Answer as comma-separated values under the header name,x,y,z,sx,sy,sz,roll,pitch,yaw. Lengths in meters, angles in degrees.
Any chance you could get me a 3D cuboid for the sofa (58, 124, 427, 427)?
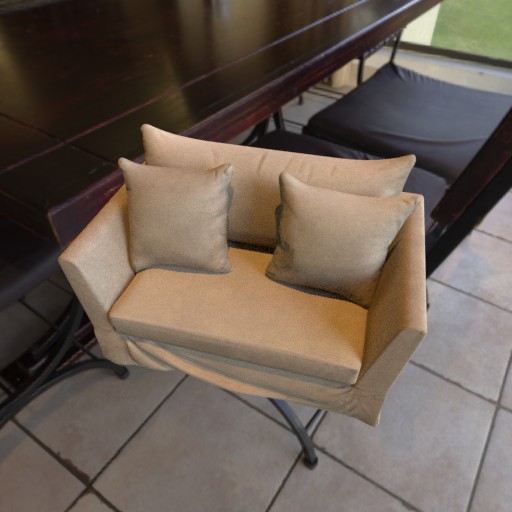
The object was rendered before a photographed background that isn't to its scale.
name,x,y,z,sx,sy,sz,roll,pitch,yaw
sofa,0.000,0.000,2.324,1.608,1.040,1.035,10,43,11
